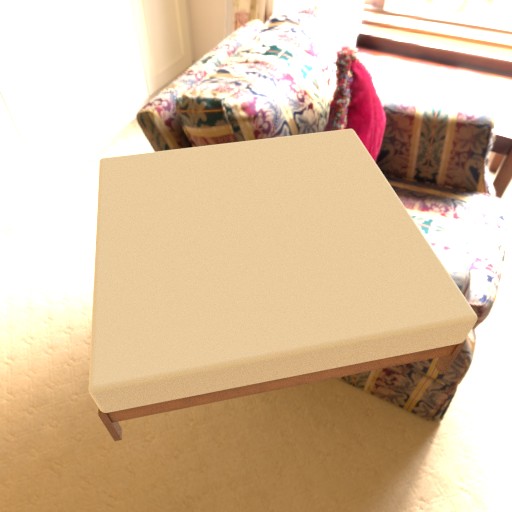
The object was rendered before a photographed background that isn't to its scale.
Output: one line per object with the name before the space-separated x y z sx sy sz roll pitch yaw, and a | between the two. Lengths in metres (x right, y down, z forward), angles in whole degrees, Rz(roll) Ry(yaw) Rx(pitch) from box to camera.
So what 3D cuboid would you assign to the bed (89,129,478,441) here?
bed | 0.000 0.000 3.077 2.049 0.616 1.930 -9 48 -8
